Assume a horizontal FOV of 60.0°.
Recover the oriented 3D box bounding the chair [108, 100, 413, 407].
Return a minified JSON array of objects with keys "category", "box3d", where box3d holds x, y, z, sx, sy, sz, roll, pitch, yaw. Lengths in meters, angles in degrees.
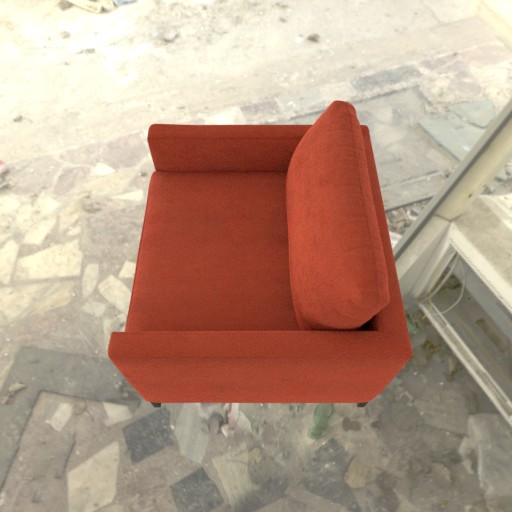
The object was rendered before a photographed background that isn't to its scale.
[{"category":"chair","box3d":[0.000,0.000,1.642,0.875,0.812,0.964,0,58,0]}]
